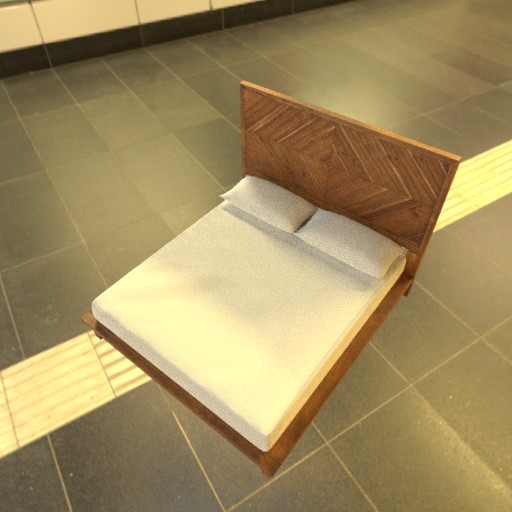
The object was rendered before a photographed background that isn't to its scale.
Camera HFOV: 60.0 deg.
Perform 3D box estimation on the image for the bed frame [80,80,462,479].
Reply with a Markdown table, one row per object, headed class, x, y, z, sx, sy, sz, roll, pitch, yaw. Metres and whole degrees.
| class | x | y | z | sx | sy | sz | roll | pitch | yaw |
| --- | --- | --- | --- | --- | --- | --- | --- | --- | --- |
| bed frame | 0.000 | 0.000 | 3.580 | 2.038 | 1.537 | 2.235 | 29 | 53 | 26 |
